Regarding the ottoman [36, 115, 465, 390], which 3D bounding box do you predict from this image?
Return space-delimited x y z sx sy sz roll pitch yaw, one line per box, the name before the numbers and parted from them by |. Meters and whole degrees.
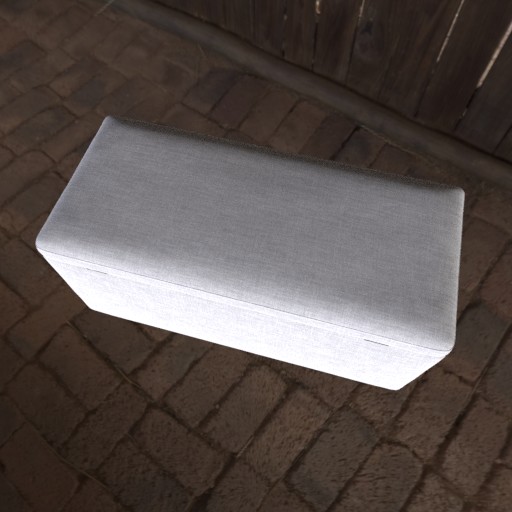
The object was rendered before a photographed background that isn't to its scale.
ottoman | 0.000 0.000 1.139 0.902 0.432 0.419 13 63 7
